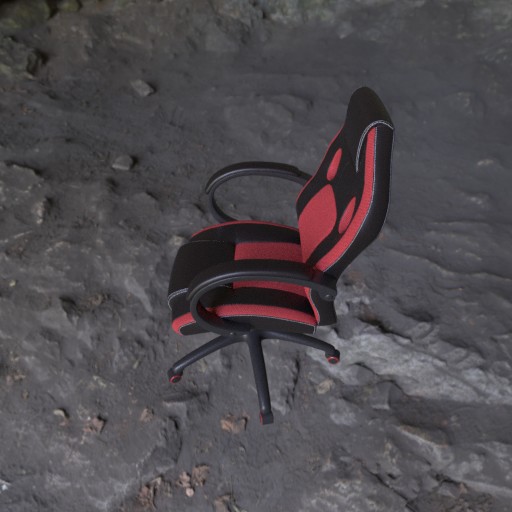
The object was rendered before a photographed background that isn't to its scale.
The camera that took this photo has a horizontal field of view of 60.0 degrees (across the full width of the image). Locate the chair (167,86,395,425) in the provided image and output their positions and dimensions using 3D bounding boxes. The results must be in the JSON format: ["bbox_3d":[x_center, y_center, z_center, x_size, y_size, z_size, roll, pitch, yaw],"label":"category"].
[{"bbox_3d":[0.000,0.000,1.686,0.783,1.189,0.750,0,41,0],"label":"chair"}]
